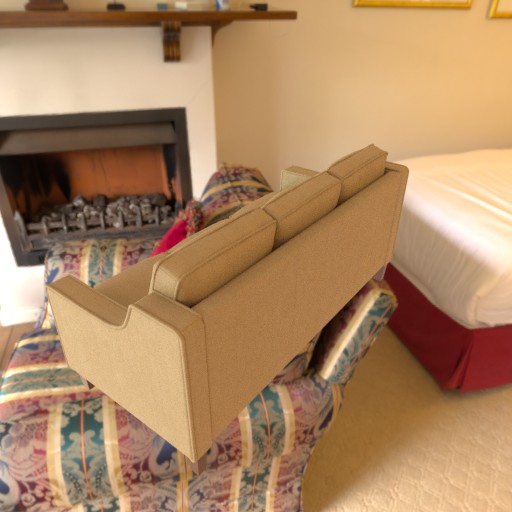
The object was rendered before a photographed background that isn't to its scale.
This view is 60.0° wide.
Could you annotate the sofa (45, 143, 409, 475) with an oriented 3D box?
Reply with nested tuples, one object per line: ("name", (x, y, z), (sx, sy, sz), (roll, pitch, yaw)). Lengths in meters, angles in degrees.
("sofa", (0.000, 0.000, 2.505), (0.911, 0.974, 1.986), (21, 37, 31))
